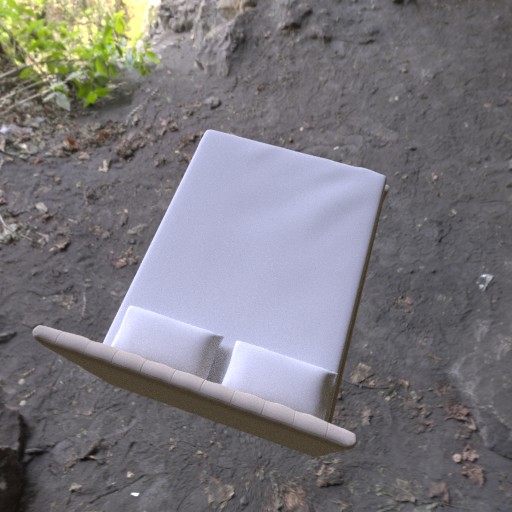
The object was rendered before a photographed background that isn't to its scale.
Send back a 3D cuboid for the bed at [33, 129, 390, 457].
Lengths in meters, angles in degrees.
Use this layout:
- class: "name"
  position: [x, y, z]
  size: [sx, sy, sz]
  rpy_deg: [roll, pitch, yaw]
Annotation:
- class: "bed"
  position: [0.000, 0.000, 3.204]
  size: [1.696, 1.426, 2.233]
  rpy_deg: [17, 66, 8]
